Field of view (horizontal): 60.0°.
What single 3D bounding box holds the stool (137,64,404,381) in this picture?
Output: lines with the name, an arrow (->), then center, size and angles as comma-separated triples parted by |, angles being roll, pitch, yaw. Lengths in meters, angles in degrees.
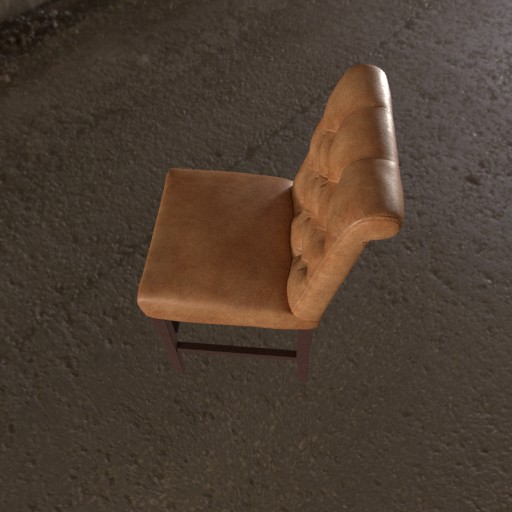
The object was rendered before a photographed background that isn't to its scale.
stool -> 0.000, 0.000, 1.364 | 0.601, 1.047, 0.493 | 4, 58, 2
